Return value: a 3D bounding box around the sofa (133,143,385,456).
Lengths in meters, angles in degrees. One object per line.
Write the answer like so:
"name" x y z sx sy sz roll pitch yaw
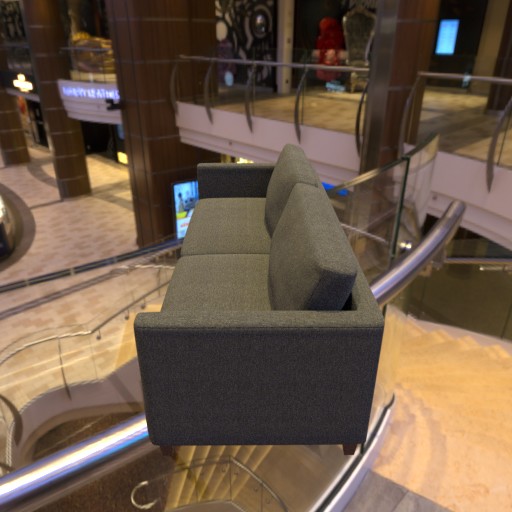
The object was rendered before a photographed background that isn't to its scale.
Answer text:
"sofa" 0.000 0.000 2.685 0.948 0.965 2.208 0 27 0
